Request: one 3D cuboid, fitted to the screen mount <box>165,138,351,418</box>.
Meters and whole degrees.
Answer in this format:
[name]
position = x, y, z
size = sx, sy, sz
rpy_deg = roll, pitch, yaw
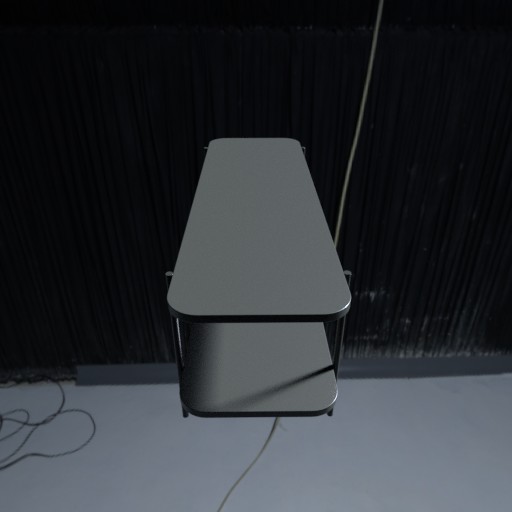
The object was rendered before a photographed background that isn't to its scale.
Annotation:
[screen mount]
position = 0.000, 0.000, 1.459
size = 0.400, 0.447, 1.200
rpy_deg = 0, 30, -1
